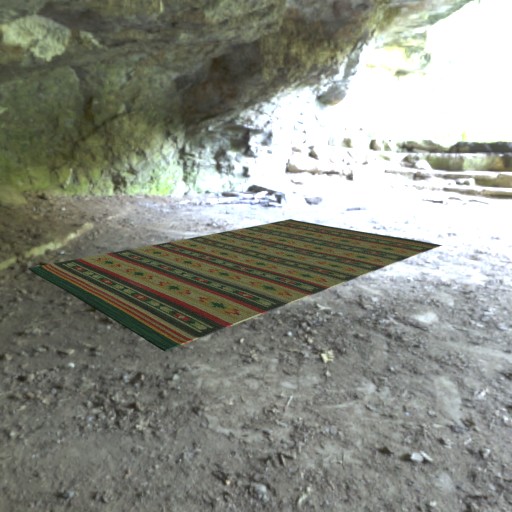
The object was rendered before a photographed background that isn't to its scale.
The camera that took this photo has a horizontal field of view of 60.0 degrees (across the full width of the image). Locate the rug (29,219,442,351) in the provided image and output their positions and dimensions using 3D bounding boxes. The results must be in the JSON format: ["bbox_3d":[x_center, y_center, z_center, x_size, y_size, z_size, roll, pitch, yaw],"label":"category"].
[{"bbox_3d":[0.000,0.000,3.040,2.447,0.011,1.520,-14,21,-42],"label":"rug"}]
